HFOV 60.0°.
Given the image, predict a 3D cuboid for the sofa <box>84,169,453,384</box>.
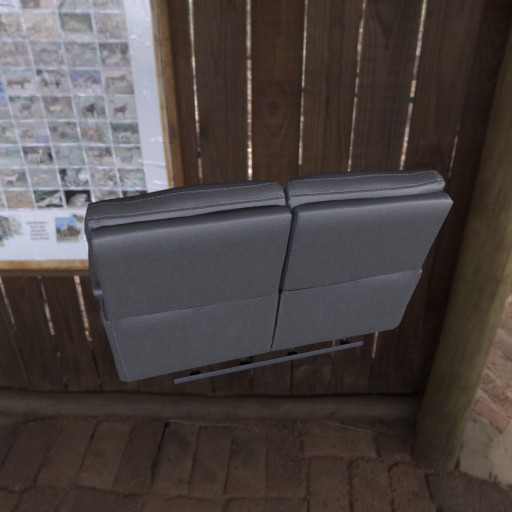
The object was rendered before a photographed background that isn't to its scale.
[{"bbox_3d":[0.000,0.000,2.493,1.765,1.111,1.104,-8,26,-16],"label":"sofa"}]
